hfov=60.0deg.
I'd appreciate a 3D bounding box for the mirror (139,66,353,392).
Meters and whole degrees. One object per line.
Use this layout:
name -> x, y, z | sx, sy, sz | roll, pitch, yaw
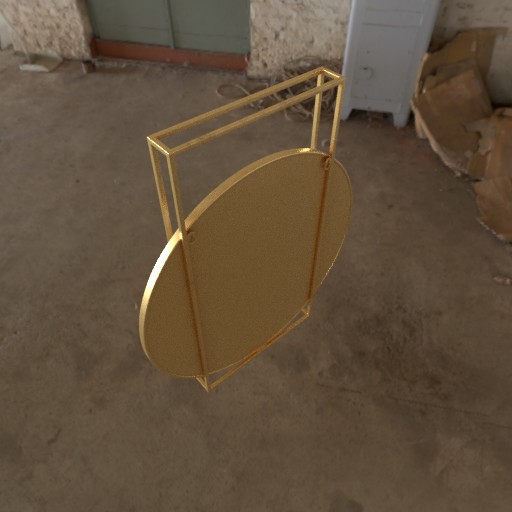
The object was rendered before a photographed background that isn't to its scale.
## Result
mirror -> 0.000, 0.000, 0.826 | 0.508, 0.603, 0.051 | -32, 54, -27
